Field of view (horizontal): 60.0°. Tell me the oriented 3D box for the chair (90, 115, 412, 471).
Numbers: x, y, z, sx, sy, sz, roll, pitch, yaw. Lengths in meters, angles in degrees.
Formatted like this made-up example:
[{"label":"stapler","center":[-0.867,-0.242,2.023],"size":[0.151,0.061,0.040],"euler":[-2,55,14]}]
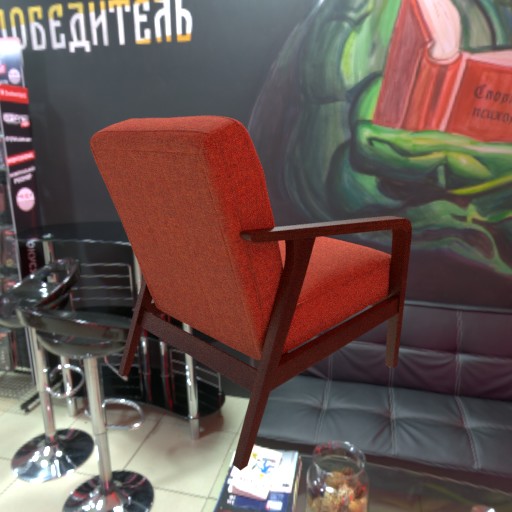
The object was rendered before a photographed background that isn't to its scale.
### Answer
[{"label":"chair","center":[0.000,0.000,1.514],"size":[0.860,0.890,0.719],"euler":[-14,20,-42]}]
